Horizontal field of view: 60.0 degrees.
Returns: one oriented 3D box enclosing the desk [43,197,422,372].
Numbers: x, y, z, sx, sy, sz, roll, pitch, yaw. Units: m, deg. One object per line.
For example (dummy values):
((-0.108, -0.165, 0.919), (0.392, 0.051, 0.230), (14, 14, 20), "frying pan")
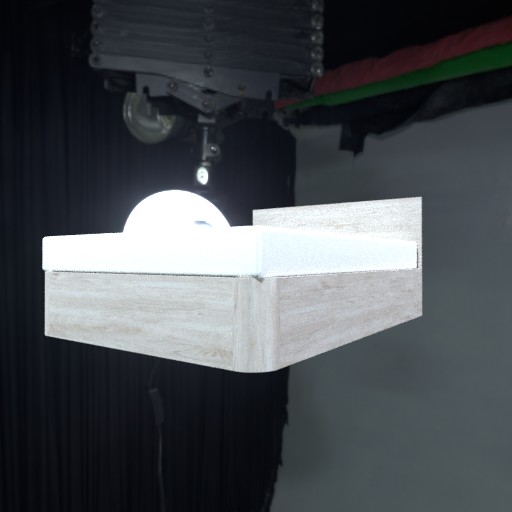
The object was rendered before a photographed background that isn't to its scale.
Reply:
((0.000, 0.000, 2.631), (1.400, 0.800, 1.900), (0, 0, 36), "desk")
